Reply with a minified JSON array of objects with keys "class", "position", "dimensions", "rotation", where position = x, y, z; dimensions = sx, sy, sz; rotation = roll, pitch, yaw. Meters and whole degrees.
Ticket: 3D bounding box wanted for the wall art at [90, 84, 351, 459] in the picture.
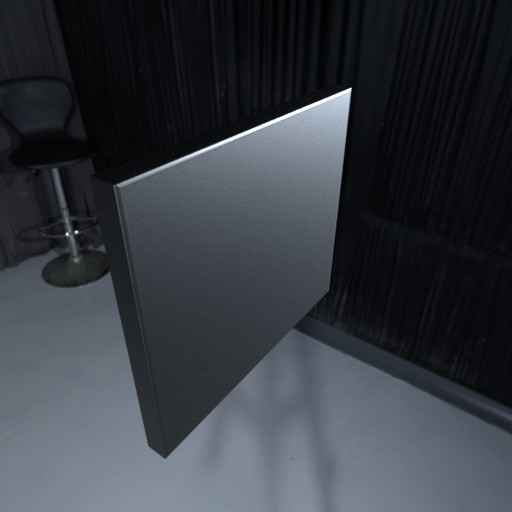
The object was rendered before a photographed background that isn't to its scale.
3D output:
[{"class":"wall art","position":[0.000,0.000,0.539],"dimensions":[0.028,0.330,0.380],"rotation":[22,39,30]}]
